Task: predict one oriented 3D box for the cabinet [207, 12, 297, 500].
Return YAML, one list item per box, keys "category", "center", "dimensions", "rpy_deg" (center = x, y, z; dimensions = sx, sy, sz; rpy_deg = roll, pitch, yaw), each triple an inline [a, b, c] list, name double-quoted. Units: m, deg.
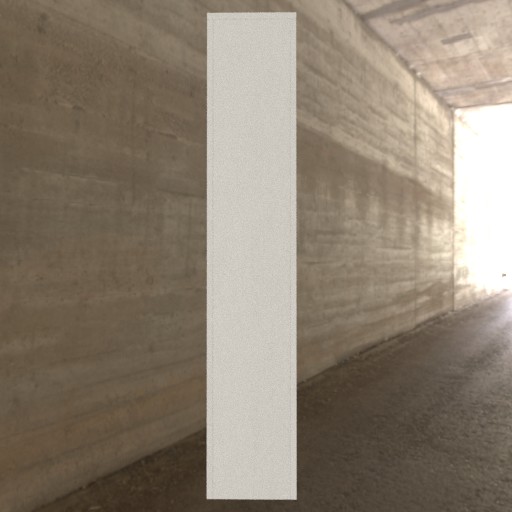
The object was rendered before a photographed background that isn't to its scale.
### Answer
- category: "cabinet"
  center: [0.000, 0.000, 1.540]
  dimensions: [0.250, 1.280, 0.750]
  rpy_deg: [0, 0, 1]
